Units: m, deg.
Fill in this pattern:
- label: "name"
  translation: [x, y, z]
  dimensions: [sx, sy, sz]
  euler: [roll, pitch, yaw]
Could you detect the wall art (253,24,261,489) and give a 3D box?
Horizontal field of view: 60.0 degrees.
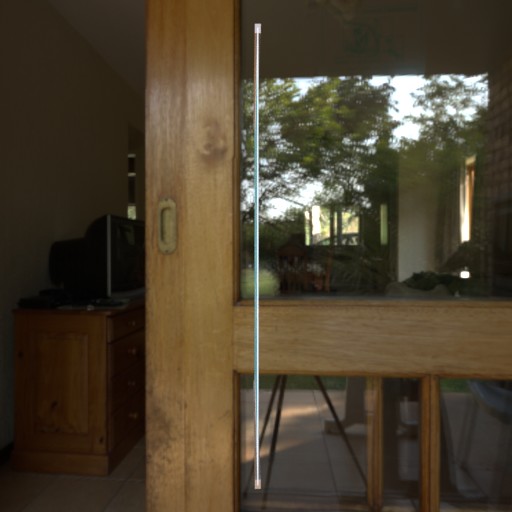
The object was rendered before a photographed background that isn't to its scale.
- label: "wall art"
  translation: [0.000, 0.000, 1.348]
  dimensions: [0.013, 1.016, 0.758]
  euler: [0, 0, -1]
